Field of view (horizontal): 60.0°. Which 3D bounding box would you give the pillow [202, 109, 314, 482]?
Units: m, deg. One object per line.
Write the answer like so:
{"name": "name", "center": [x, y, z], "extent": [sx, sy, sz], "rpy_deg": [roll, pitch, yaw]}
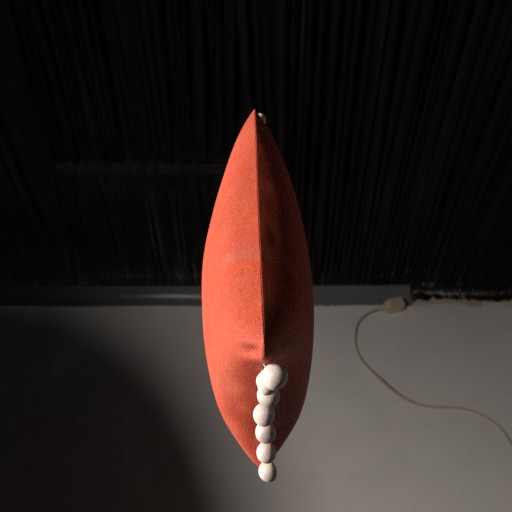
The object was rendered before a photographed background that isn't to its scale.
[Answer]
{"name": "pillow", "center": [0.000, 0.000, 0.822], "extent": [0.201, 0.322, 0.709], "rpy_deg": [-1, 41, -1]}
